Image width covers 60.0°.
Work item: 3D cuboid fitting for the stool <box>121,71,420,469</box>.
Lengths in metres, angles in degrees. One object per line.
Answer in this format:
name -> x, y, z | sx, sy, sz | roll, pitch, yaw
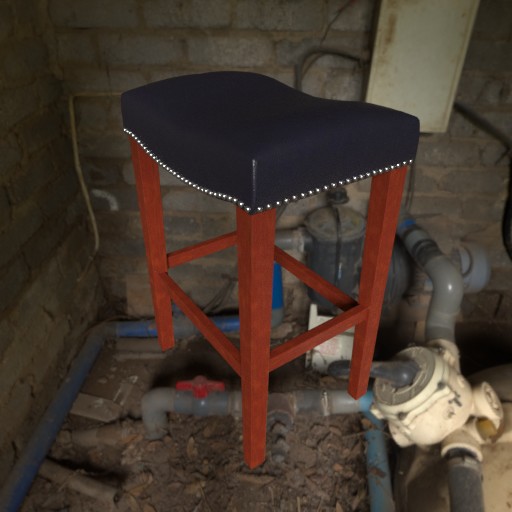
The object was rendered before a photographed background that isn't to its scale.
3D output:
stool -> 0.000, 0.000, 1.035 | 0.372, 0.742, 0.504 | -21, 38, -29
